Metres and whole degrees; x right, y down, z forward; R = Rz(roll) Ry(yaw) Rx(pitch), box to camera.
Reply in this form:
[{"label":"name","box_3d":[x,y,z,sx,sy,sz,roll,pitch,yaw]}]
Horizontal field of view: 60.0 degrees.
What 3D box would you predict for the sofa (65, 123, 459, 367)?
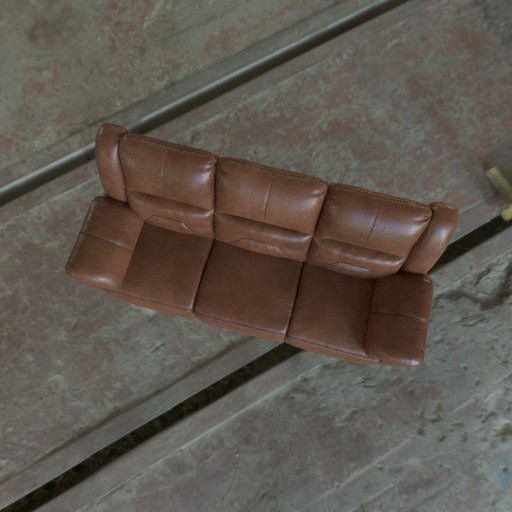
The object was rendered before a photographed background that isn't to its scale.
[{"label":"sofa","box_3d":[0.000,0.000,2.959,2.337,1.043,0.991,14,77,3]}]
